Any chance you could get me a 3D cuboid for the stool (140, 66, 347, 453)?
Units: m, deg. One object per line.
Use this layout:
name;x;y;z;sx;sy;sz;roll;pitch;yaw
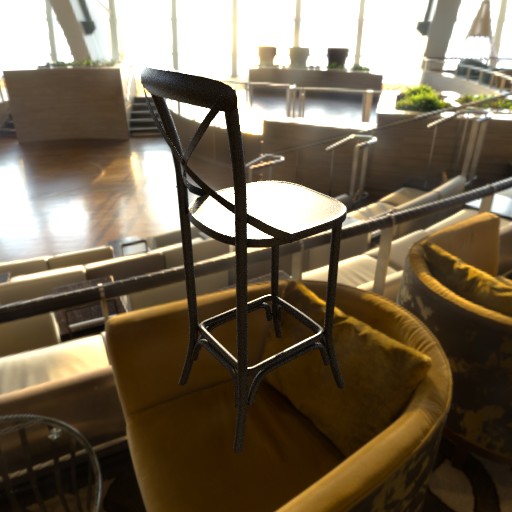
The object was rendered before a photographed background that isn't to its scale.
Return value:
stool;0.000;0.000;1.459;0.584;1.168;0.457;-19;33;-32
